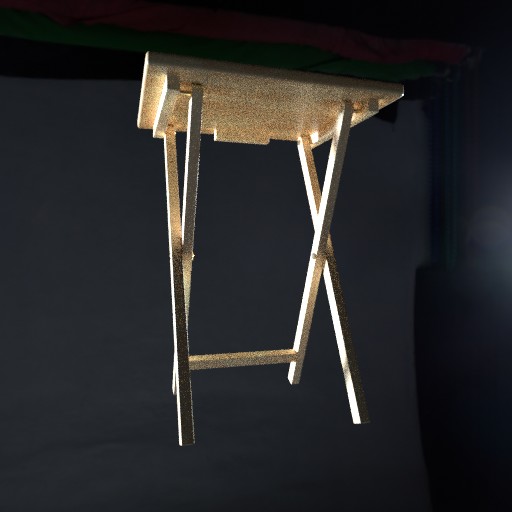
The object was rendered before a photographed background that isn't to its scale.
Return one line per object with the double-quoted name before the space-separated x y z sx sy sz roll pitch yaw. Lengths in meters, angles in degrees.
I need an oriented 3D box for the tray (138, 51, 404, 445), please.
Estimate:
"tray" 0.000 0.000 0.960 0.483 0.660 0.381 0 0 -17
